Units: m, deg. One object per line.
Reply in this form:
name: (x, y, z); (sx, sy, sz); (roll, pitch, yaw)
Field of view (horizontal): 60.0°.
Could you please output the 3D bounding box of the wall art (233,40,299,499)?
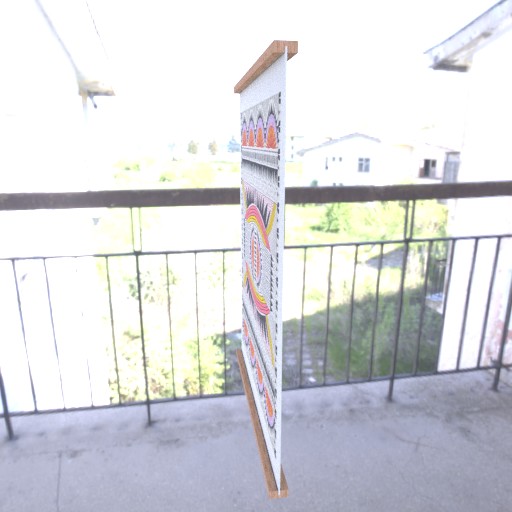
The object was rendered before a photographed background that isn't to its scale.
wall art: (0.000, 0.000, 0.783); (0.028, 0.609, 0.456); (-2, 15, -8)
